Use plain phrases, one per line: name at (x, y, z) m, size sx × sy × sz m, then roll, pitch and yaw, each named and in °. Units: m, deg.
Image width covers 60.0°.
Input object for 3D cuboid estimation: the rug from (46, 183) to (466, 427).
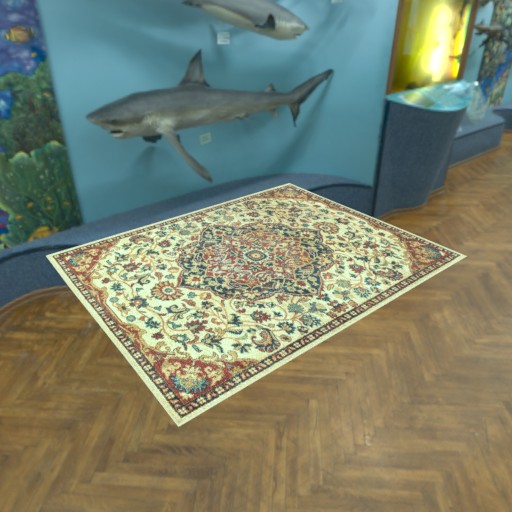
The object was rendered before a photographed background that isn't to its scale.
rug at (0.000, 0.000, 4.127) m, size 3.067 × 0.005 × 2.454 m, roll -22°, pitch 36°, yaw -33°
